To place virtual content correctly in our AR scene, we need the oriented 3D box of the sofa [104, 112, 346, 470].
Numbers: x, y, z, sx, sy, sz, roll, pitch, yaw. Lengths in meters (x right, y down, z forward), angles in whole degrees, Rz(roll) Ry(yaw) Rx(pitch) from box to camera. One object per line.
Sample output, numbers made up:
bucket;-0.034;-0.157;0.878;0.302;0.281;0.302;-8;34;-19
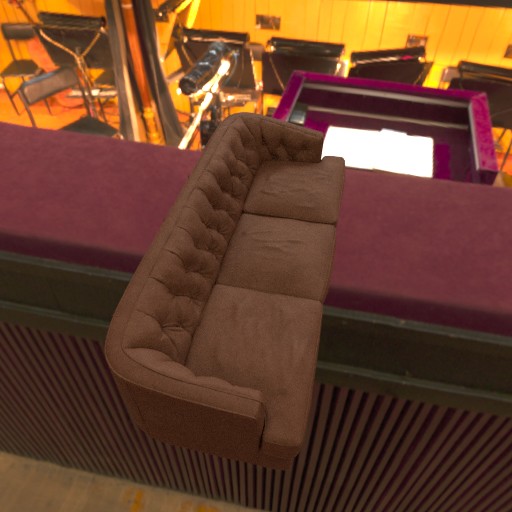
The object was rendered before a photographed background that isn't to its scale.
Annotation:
sofa;0.000;0.000;2.678;0.927;0.787;2.227;9;46;9
